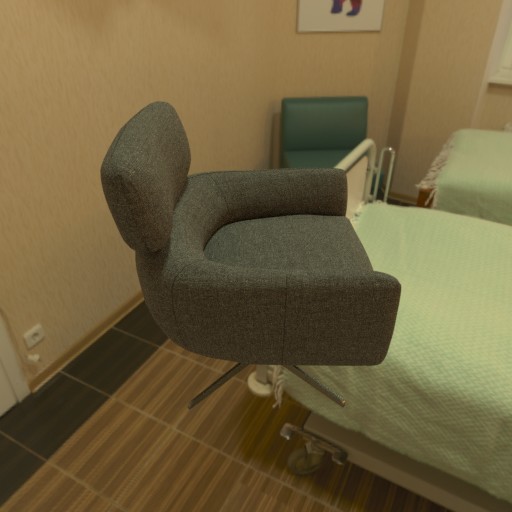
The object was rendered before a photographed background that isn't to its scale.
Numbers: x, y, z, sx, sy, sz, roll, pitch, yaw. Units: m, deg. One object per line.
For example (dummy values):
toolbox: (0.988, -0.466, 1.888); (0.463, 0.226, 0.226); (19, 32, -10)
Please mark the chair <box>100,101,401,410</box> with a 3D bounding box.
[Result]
chair: (0.000, 0.000, 1.340); (0.715, 0.812, 0.706); (-1, 33, -1)
